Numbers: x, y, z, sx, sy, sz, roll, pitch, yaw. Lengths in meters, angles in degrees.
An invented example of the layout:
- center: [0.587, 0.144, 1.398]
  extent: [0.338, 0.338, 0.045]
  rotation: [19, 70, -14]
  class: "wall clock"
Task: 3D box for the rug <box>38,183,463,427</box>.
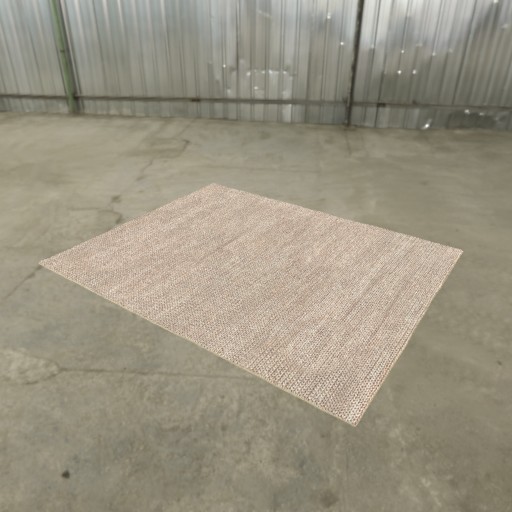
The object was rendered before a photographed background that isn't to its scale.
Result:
- center: [0.000, 0.000, 4.047]
  extent: [3.052, 0.030, 2.429]
  rotation: [19, 35, 30]
  class: "rug"
